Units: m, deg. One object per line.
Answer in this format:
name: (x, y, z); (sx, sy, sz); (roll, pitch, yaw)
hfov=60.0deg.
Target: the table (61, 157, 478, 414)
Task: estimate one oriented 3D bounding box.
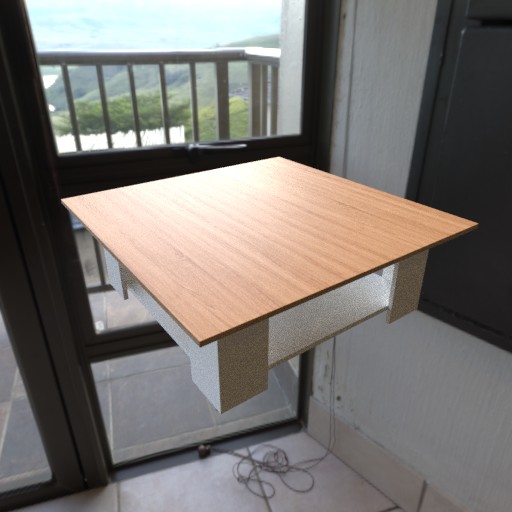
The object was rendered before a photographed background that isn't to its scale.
table: (0.000, 0.000, 1.394); (0.890, 0.305, 0.890); (-18, 33, -31)
